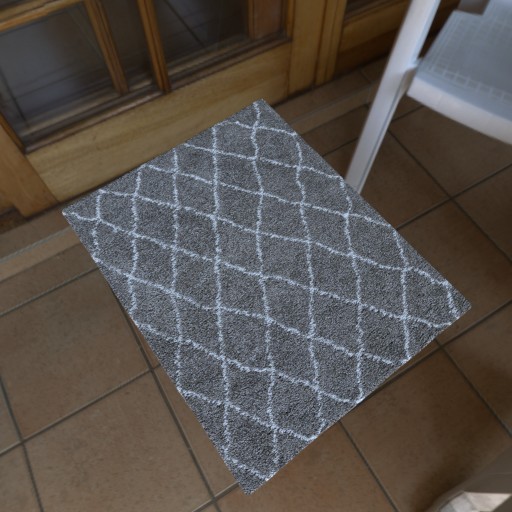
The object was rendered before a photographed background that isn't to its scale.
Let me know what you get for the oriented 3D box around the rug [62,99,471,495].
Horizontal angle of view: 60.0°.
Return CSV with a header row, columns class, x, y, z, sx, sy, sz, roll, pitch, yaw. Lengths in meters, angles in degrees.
class,x,y,z,sx,sy,sz,roll,pitch,yaw
rug,0.000,0.000,4.073,2.438,0.029,3.047,-34,69,-15
